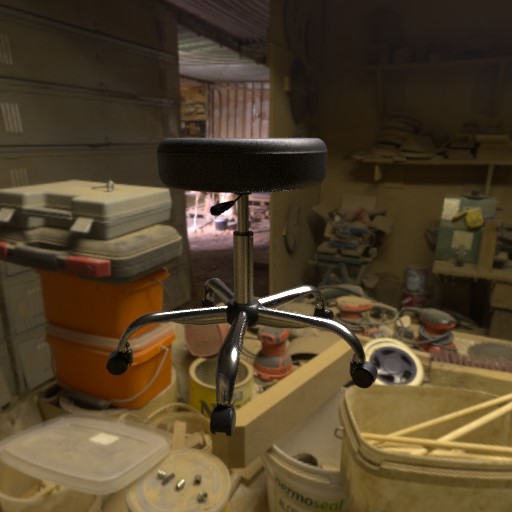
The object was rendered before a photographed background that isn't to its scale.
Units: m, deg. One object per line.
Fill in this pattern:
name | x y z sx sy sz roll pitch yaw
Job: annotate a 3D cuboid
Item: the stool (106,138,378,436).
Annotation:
stool | 0.000 0.000 1.120 0.638 0.576 0.673 7 17 25
